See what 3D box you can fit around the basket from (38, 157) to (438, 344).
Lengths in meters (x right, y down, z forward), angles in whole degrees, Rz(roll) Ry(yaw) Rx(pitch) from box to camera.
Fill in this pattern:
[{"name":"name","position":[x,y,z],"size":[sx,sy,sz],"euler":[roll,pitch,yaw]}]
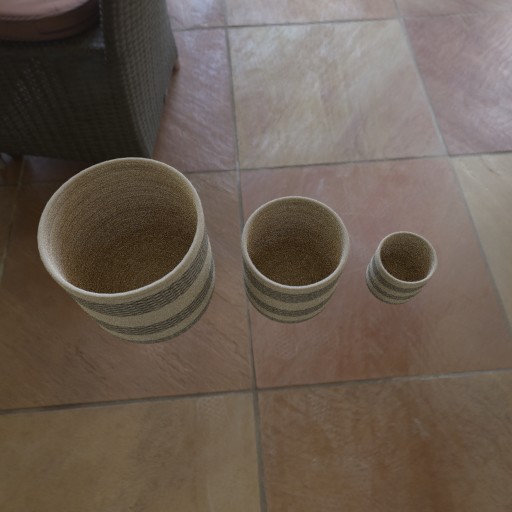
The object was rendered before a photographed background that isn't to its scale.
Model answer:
[{"name":"basket","position":[0.000,0.000,1.090],"size":[0.917,0.356,0.351],"euler":[-1,63,-1]}]
